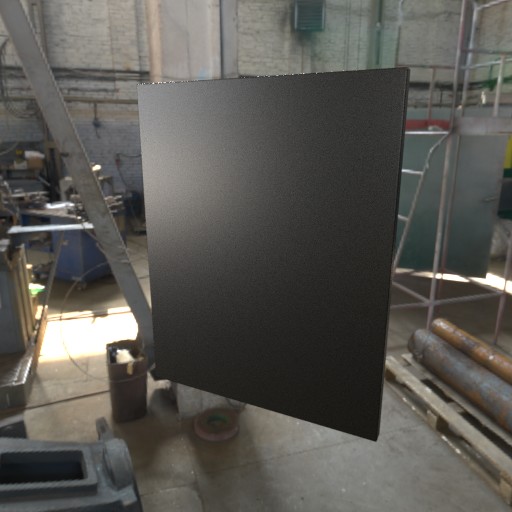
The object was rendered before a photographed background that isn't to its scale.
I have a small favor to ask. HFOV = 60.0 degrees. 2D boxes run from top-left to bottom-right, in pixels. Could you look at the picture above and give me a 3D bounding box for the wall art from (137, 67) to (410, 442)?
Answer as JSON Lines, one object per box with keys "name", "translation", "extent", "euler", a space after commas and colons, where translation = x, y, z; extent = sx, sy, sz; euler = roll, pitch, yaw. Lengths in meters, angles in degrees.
{"name": "wall art", "translation": [0.000, 0.000, 1.588], "extent": [0.950, 1.194, 0.053], "euler": [8, 17, 26]}
